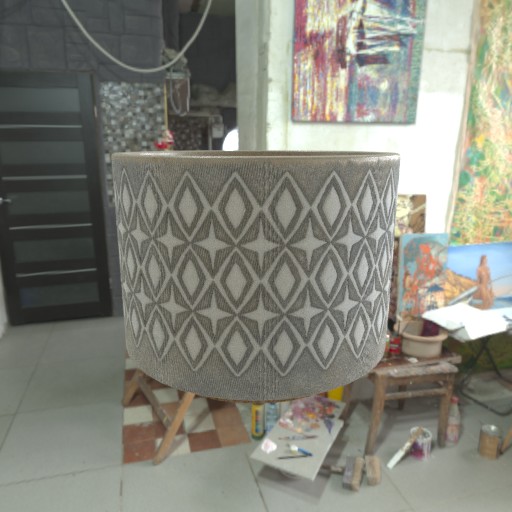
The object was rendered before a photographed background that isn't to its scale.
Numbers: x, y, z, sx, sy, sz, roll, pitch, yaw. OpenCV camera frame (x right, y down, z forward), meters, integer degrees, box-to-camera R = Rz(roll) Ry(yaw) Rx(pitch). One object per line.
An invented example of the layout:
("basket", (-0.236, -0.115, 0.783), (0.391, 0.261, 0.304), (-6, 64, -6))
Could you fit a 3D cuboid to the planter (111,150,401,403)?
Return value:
("planter", (0.000, 0.000, 0.279), (0.164, 0.127, 0.164), (0, 14, 0))
